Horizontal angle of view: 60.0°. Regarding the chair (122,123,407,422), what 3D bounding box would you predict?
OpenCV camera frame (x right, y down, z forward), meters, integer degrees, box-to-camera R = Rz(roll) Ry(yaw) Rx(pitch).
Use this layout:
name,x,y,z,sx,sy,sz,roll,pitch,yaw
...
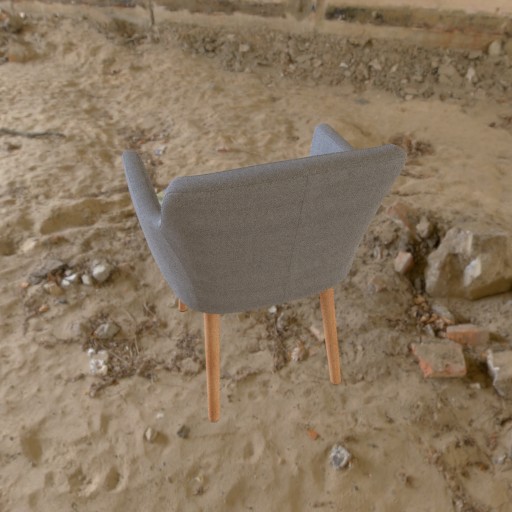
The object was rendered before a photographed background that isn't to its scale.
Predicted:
name,x,y,z,sx,sy,sz,roll,pitch,yaw
chair,0.000,0.000,1.171,0.570,0.780,0.540,-12,41,-14
